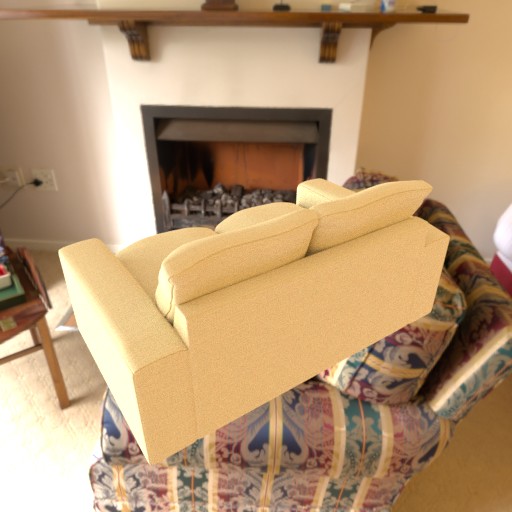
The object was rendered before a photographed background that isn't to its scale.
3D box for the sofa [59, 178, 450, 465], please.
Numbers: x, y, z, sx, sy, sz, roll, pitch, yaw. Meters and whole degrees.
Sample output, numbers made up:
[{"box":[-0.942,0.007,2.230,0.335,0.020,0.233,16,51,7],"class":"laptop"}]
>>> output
[{"box":[0.000,0.000,2.347,1.754,0.875,1.091,-19,36,-29],"class":"sofa"}]
